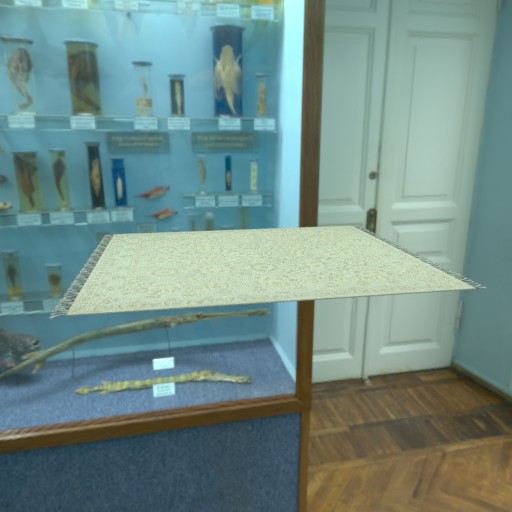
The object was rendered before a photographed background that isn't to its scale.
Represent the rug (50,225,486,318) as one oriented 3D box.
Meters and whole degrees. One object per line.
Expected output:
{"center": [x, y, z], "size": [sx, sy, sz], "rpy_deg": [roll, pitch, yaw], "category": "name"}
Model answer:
{"center": [0.000, 0.000, 4.141], "size": [3.043, 0.013, 2.444], "rpy_deg": [-3, 15, -10], "category": "rug"}
